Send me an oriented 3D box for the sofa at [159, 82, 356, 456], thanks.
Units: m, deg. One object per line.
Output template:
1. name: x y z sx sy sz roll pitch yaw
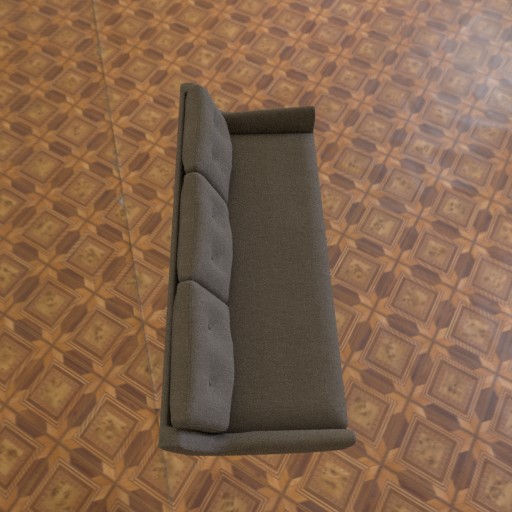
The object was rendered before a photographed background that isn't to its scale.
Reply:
1. sofa: 0.000 0.000 2.524 0.849 0.837 2.060 -2 63 -1
